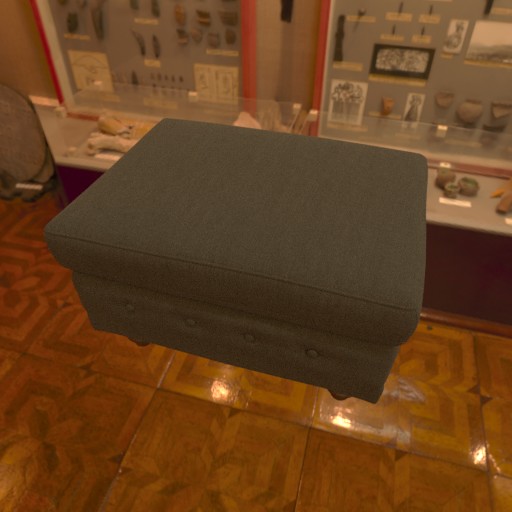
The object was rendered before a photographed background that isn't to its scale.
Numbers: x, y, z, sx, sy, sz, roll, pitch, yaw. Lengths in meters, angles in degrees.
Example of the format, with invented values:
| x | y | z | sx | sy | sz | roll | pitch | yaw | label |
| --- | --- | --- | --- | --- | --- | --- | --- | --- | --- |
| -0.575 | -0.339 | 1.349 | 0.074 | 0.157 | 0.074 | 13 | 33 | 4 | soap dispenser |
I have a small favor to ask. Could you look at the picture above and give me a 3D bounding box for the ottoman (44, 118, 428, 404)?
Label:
| x | y | z | sx | sy | sz | roll | pitch | yaw | label |
| --- | --- | --- | --- | --- | --- | --- | --- | --- | --- |
| 0.000 | 0.000 | 1.162 | 0.771 | 0.500 | 0.569 | 12 | 43 | 13 | ottoman |
